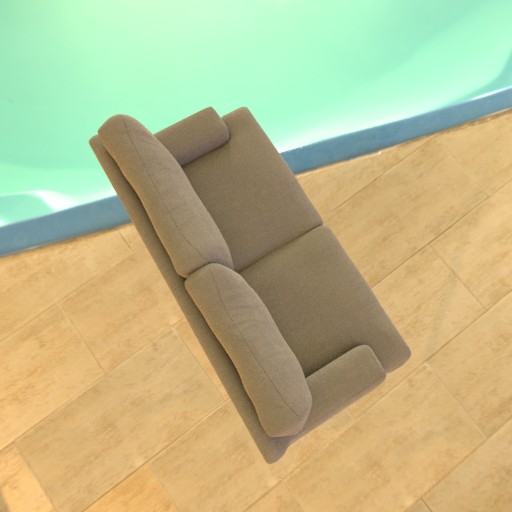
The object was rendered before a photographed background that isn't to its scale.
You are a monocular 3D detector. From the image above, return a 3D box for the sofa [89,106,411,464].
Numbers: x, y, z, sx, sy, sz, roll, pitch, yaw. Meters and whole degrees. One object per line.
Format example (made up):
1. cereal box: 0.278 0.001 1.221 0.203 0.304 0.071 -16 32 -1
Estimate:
1. sofa: 0.000 0.000 2.469 0.962 0.980 1.855 -30 77 -8
